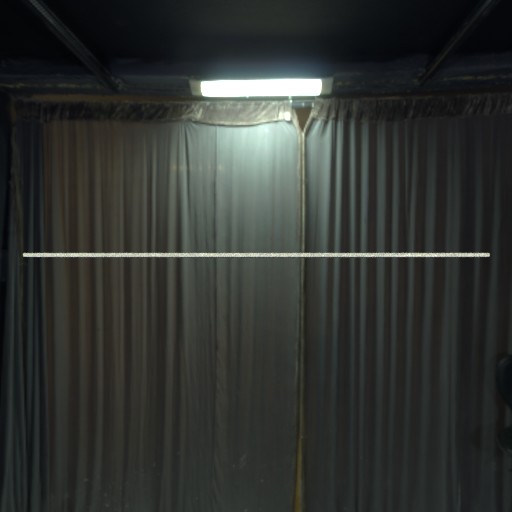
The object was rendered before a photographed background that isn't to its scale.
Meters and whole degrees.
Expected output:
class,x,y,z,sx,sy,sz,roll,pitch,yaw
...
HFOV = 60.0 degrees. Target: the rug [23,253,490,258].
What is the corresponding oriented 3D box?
class,x,y,z,sx,sy,sz,roll,pitch,yaw
rug,0.000,0.000,2.934,2.297,0.018,1.532,0,0,1
